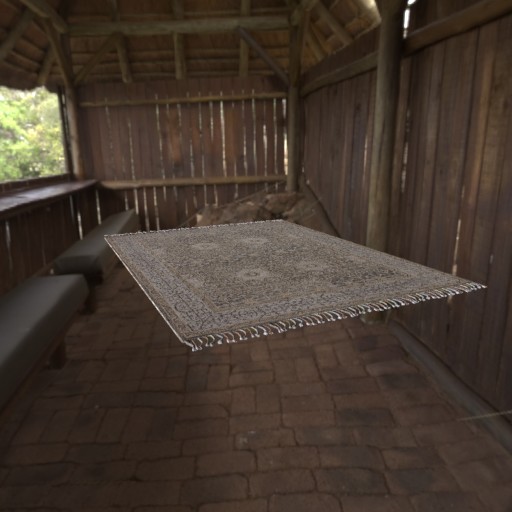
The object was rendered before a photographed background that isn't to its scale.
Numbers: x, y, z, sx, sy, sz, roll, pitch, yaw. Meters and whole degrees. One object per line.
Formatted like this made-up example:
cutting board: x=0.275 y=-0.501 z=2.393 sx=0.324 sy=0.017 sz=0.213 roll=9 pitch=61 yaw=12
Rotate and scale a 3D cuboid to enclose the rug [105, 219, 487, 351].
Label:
rug: x=0.000 y=0.000 z=4.353 sx=2.431 sy=0.017 sz=3.291 roll=-7 pitch=17 yaw=-25
